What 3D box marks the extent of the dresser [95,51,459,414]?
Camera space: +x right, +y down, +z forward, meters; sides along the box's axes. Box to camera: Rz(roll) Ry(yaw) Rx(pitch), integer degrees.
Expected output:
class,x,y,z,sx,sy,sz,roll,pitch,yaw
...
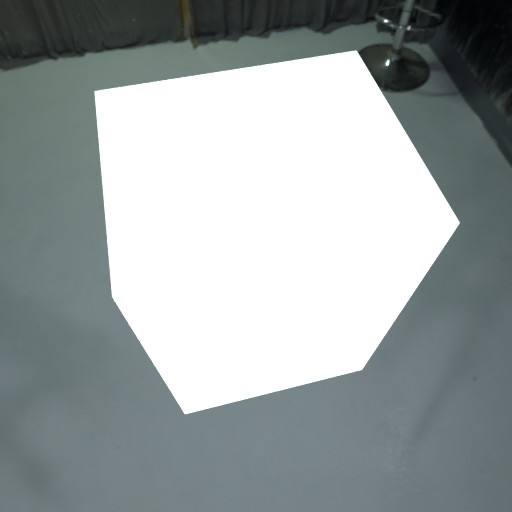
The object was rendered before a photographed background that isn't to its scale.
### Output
class,x,y,z,sx,sy,sz,roll,pitch,yaw
dresser,0.000,0.000,0.820,0.400,0.560,0.360,-12,59,-7
